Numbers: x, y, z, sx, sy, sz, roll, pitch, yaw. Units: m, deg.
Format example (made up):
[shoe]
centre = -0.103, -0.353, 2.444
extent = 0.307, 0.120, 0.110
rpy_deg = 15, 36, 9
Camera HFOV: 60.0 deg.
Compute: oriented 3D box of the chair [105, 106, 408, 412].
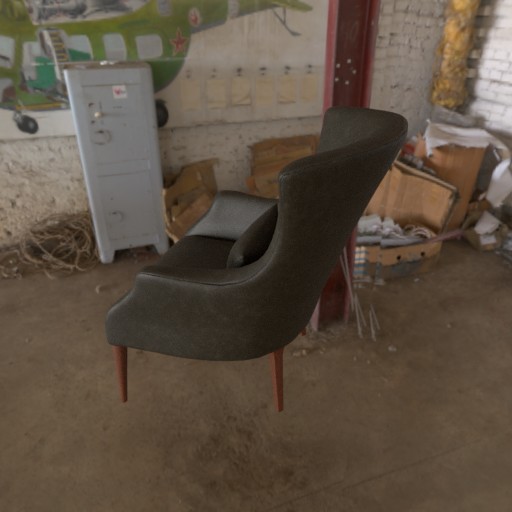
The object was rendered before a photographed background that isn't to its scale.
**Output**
[chair]
centre = 0.000, 0.000, 1.706
extent = 0.954, 1.068, 0.819
rpy_deg = 8, 30, 14
